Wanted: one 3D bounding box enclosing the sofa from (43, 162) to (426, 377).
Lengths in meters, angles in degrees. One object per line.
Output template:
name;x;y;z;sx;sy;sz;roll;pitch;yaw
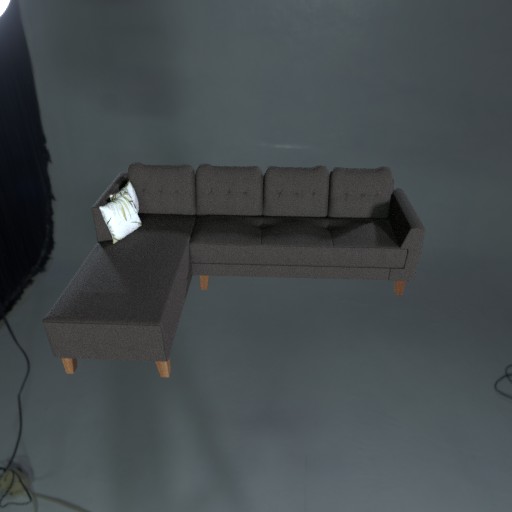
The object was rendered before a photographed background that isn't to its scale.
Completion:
sofa;0.000;0.000;3.556;2.679;0.932;1.829;1;32;2
